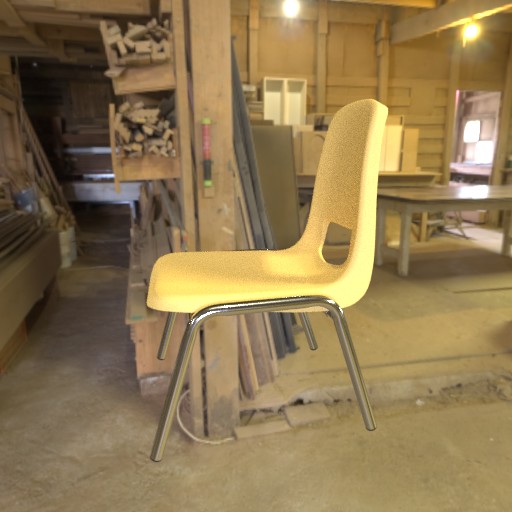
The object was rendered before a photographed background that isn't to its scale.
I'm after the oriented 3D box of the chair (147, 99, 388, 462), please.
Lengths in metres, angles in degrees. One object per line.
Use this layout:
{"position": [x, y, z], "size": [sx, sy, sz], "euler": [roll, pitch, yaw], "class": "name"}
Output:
{"position": [0.000, 0.000, 0.797], "size": [0.385, 0.536, 0.354], "euler": [-2, 14, -10], "class": "chair"}
